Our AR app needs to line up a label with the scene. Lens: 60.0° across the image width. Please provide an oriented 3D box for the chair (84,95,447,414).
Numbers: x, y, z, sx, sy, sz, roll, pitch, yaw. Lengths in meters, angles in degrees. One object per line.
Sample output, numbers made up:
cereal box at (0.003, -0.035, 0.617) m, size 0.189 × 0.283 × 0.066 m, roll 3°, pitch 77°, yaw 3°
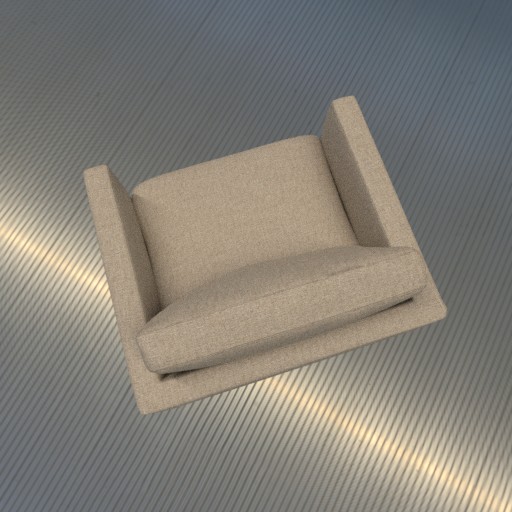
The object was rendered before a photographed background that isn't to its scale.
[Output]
chair at (0.000, 0.000, 1.845) m, size 1.107 × 0.961 × 0.959 m, roll -17°, pitch 76°, yaw -4°
